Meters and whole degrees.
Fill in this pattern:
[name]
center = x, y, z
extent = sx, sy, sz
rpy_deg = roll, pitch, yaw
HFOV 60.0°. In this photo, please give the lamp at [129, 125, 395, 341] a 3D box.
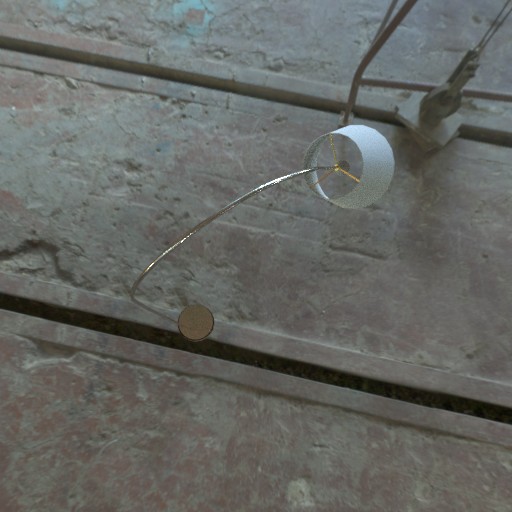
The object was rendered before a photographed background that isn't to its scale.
[lamp]
center = 0.000, 0.000, 2.660
extent = 1.445, 2.098, 0.406
rpy_deg = -32, 79, -7
